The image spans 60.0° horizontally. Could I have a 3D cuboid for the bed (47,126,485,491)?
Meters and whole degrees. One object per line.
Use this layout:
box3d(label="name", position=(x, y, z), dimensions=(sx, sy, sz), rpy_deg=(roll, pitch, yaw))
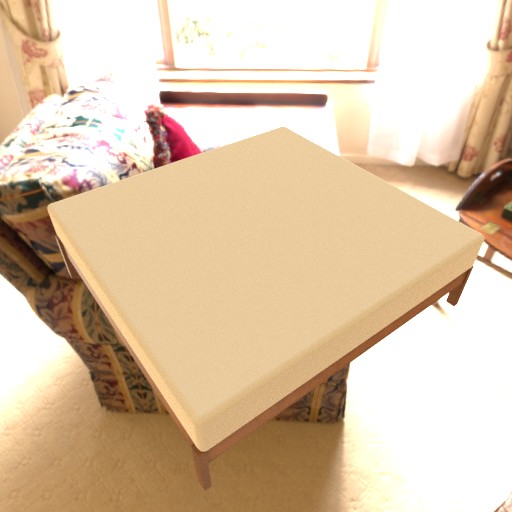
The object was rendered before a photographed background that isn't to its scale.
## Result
box3d(label="bed", position=(0.000, 0.000, 2.988), dimensions=(2.049, 0.616, 1.930), rpy_deg=(-26, 47, -27))
